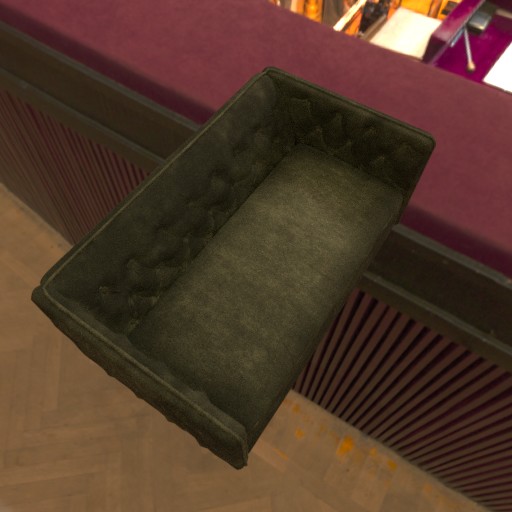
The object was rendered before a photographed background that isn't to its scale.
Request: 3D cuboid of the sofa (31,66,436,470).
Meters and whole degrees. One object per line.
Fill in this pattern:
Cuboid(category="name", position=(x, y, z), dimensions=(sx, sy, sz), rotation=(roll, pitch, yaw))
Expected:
Cuboid(category="sofa", position=(0.000, 0.000, 2.016), dimensions=(0.895, 0.768, 1.537), rotation=(30, 64, 17))
